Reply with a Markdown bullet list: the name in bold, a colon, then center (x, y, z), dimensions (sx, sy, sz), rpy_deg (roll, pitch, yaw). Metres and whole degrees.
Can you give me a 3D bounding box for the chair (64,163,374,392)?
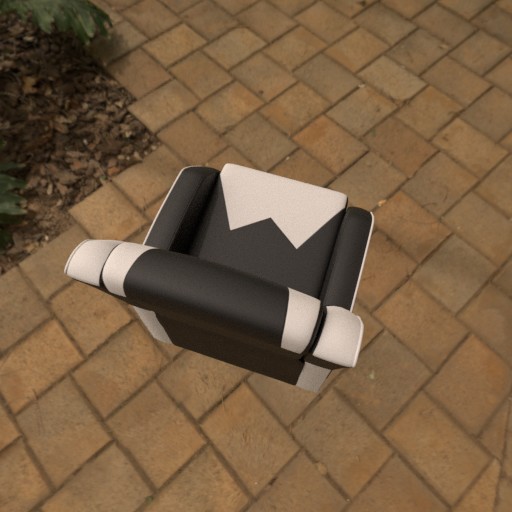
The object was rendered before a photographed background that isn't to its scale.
- **chair**: center (0.000, 0.000, 1.315), dimensions (0.620, 0.805, 0.672), rpy_deg (16, 64, 8)
